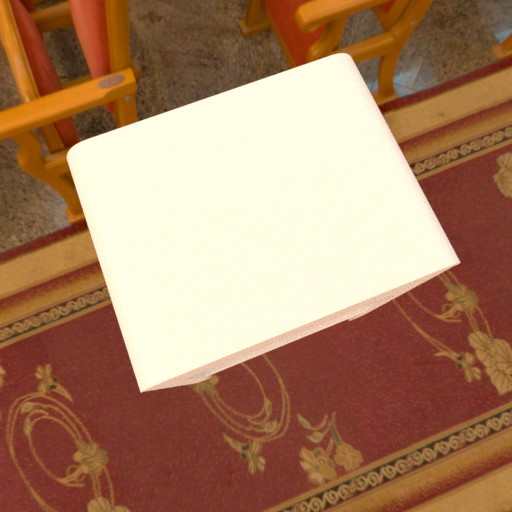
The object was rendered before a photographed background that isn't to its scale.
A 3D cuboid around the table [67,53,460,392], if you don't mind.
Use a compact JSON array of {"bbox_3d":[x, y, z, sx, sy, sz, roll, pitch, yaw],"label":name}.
[{"bbox_3d":[0.000,0.000,0.868,0.450,0.590,0.350,-21,76,-5],"label":"table"}]
